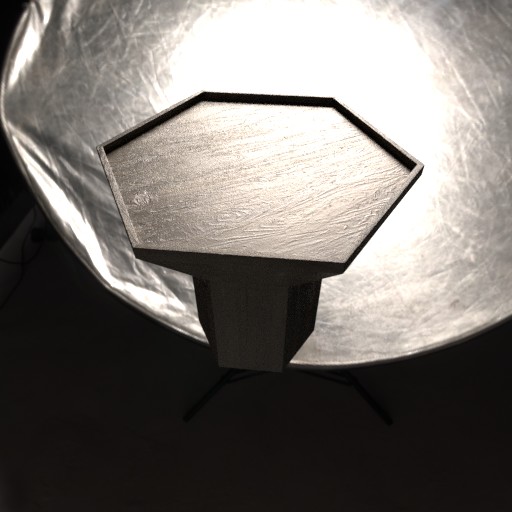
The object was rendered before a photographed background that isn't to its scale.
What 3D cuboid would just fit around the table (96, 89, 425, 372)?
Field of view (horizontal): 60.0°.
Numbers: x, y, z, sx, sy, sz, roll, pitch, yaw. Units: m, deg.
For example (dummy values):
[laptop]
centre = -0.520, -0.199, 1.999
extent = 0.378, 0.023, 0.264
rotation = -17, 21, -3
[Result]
[table]
centre = 0.000, 0.000, 1.123
extent = 0.683, 0.586, 0.592
rotation = 4, 45, 4
